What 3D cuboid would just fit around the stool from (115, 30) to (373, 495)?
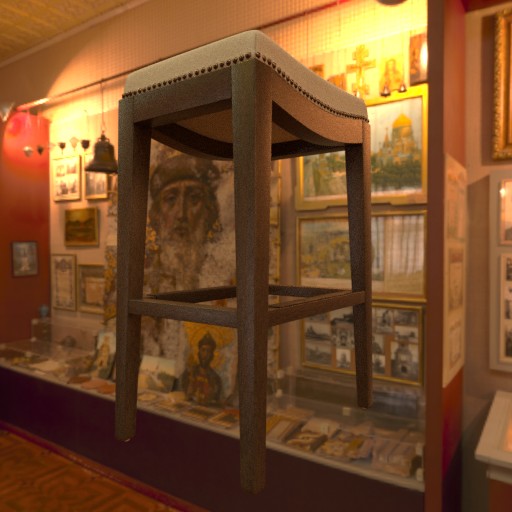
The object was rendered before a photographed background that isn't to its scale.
[{"bbox_3d":[0.000,0.000,1.002,0.358,0.759,0.498,1,1,36],"label":"stool"}]
